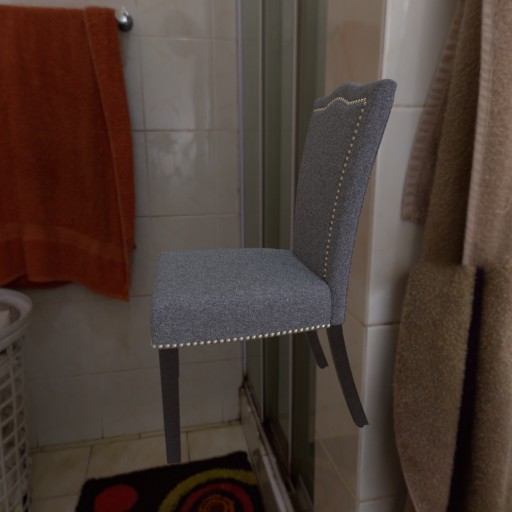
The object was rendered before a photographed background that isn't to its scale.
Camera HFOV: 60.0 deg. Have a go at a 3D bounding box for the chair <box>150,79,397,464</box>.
[{"bbox_3d":[0.000,0.000,1.275,0.589,0.946,0.518,-3,15,-10],"label":"chair"}]
